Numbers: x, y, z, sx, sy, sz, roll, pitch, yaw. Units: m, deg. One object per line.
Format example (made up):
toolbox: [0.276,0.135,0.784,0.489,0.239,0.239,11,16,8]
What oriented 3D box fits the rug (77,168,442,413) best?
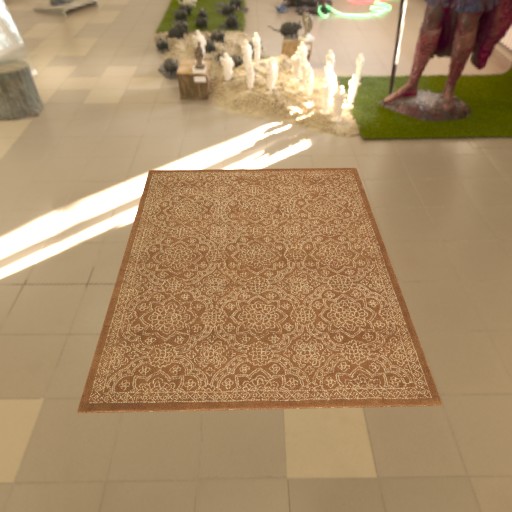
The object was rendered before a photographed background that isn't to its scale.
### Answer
rug: [0.000,0.000,4.086,2.441,0.015,3.050,-1,42,-1]
